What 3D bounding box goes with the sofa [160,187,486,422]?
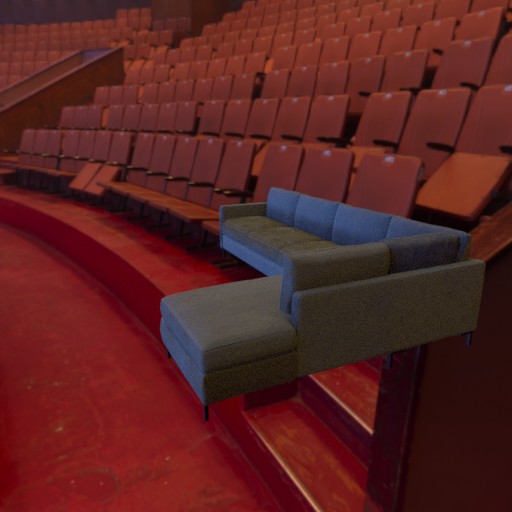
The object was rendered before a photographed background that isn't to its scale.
[{"bbox_3d":[0.000,0.000,3.218,1.707,0.687,2.486,-7,17,-25],"label":"sofa"}]
